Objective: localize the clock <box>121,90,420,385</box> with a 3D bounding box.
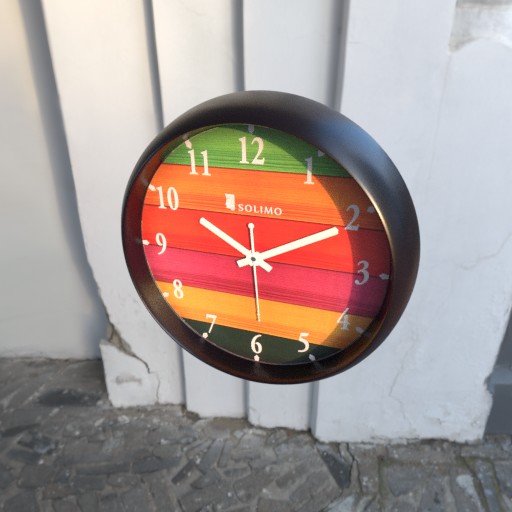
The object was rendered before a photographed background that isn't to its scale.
[{"bbox_3d":[0.000,0.000,0.432,0.300,0.300,0.060,9,28,18],"label":"clock"}]
